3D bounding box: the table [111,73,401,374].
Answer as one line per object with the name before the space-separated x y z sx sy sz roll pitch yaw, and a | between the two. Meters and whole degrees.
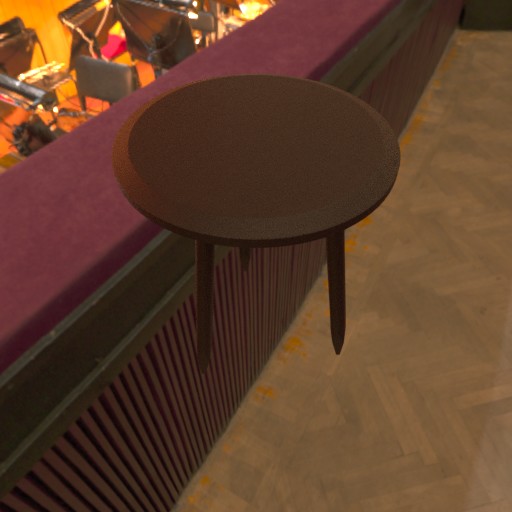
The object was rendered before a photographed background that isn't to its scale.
table | 0.000 0.000 0.926 0.457 0.585 0.457 0 48 0
